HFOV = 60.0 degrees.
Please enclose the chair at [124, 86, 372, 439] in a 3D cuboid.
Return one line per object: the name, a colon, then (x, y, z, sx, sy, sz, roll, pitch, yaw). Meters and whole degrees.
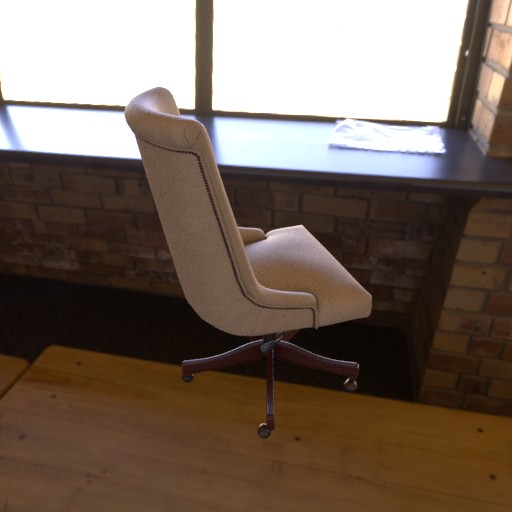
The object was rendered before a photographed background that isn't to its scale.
chair: (0.000, 0.000, 1.451, 0.696, 1.010, 0.645, -10, 32, -16)
